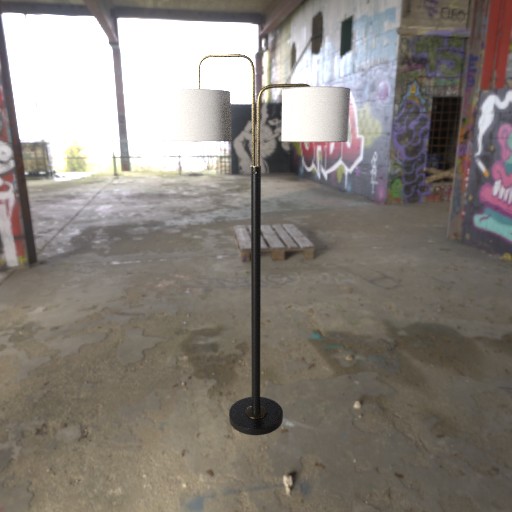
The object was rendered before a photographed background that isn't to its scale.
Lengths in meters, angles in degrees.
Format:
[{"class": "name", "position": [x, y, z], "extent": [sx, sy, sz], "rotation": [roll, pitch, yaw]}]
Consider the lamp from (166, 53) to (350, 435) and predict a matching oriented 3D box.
[{"class": "lamp", "position": [0.000, 0.000, 1.882], "extent": [0.711, 1.587, 0.254], "rotation": [2, 16, 9]}]
